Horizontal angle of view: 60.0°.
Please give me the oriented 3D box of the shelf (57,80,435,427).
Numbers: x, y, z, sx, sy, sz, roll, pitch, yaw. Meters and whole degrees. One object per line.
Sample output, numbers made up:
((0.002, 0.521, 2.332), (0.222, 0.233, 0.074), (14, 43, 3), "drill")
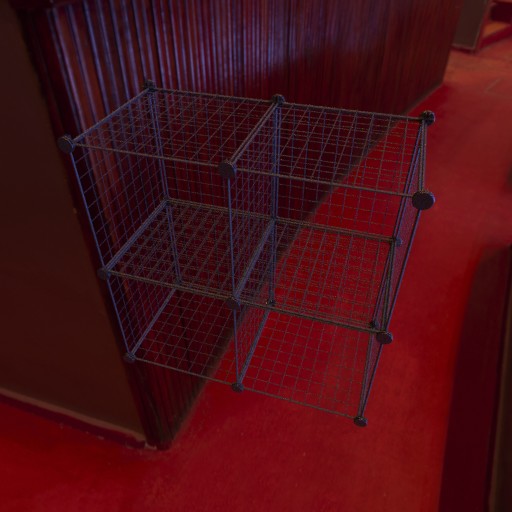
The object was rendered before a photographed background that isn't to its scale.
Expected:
((0.000, 0.000, 1.142), (0.711, 0.711, 0.356), (11, 41, 13), "shelf")
